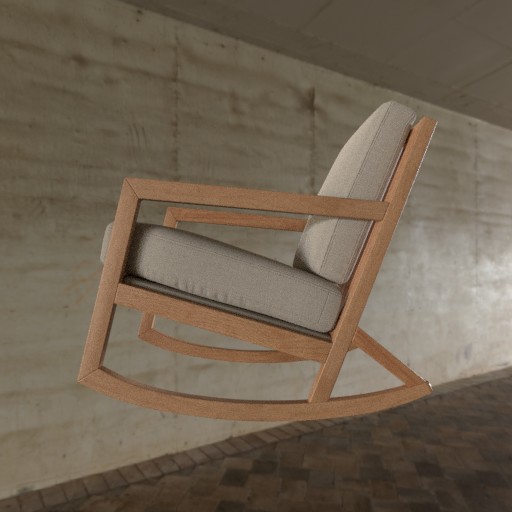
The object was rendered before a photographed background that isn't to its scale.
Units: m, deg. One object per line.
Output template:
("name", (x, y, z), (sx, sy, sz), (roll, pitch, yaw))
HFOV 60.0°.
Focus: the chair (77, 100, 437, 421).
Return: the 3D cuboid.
("chair", (0.000, 0.000, 1.363), (0.857, 0.790, 0.622), (0, 0, -2))
